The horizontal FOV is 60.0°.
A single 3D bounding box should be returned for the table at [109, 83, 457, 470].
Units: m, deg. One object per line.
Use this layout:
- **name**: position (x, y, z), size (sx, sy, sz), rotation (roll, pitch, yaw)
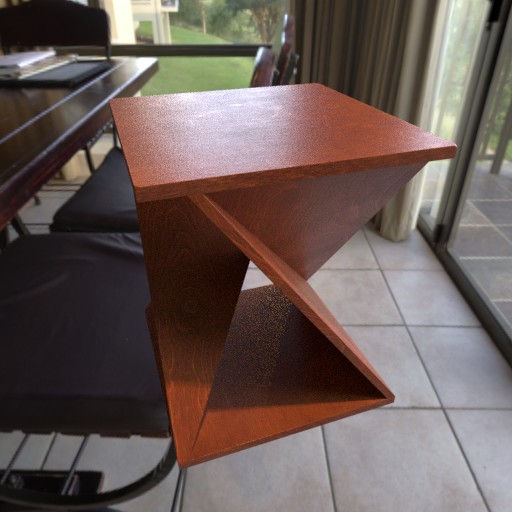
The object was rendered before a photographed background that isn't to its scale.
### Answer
- **table**: position (0.000, 0.000, 0.846), size (0.427, 0.520, 0.427), rotation (-11, 34, -16)
